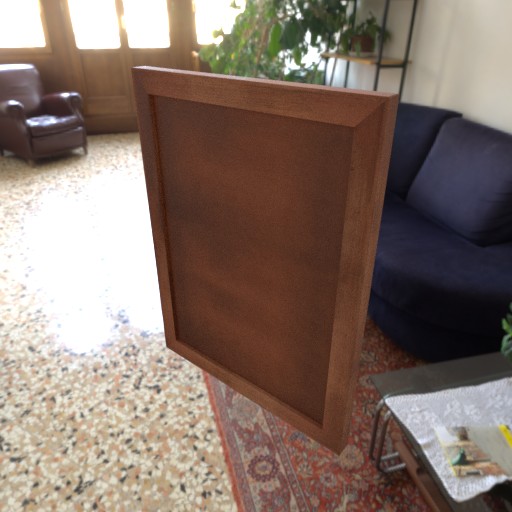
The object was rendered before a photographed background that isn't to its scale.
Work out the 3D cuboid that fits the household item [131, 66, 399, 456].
[{"bbox_3d":[0.000,0.000,0.536,0.310,0.407,0.067,22,36,34],"label":"household item"}]
